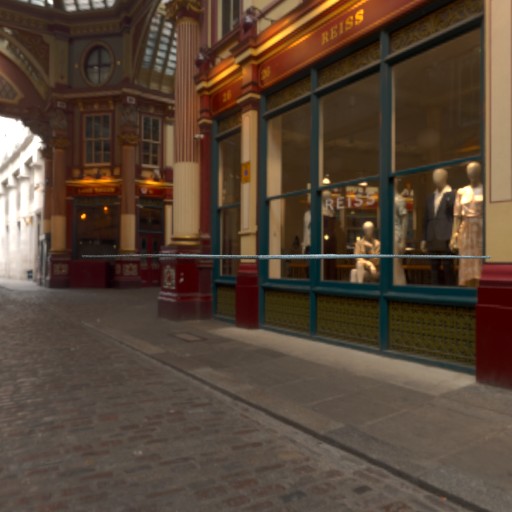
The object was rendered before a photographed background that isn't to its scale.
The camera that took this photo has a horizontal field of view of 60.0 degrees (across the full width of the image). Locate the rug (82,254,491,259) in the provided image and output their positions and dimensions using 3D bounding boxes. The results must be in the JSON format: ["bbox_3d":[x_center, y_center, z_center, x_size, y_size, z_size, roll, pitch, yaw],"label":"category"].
[{"bbox_3d":[0.000,0.000,2.890,1.611,0.026,2.260,0,0,-36],"label":"rug"}]
